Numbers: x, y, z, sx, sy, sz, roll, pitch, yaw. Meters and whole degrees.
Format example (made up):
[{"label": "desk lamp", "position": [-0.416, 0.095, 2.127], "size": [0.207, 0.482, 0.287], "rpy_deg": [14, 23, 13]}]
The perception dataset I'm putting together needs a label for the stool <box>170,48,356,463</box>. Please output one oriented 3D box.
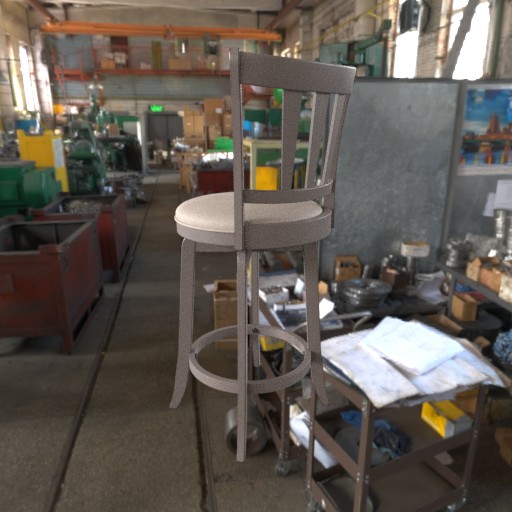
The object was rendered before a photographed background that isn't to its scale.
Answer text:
[{"label": "stool", "position": [0.000, 0.000, 1.278], "size": [0.436, 1.023, 0.475], "rpy_deg": [-15, 22, -41]}]
